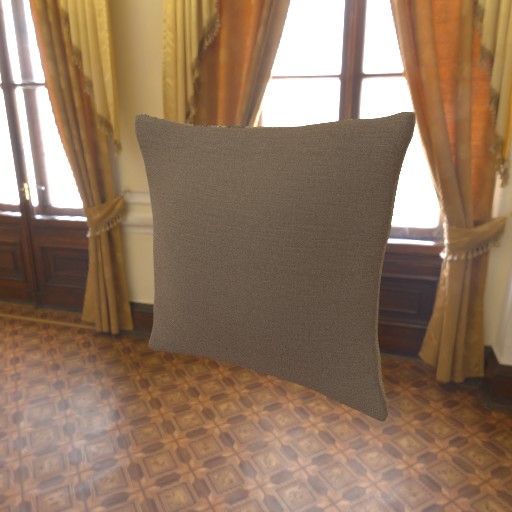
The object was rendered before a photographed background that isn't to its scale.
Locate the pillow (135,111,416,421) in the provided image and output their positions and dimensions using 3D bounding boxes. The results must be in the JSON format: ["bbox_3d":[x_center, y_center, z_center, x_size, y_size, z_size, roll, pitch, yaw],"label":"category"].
[{"bbox_3d":[0.000,0.000,0.674,0.435,0.416,0.189,9,19,28],"label":"pillow"}]
